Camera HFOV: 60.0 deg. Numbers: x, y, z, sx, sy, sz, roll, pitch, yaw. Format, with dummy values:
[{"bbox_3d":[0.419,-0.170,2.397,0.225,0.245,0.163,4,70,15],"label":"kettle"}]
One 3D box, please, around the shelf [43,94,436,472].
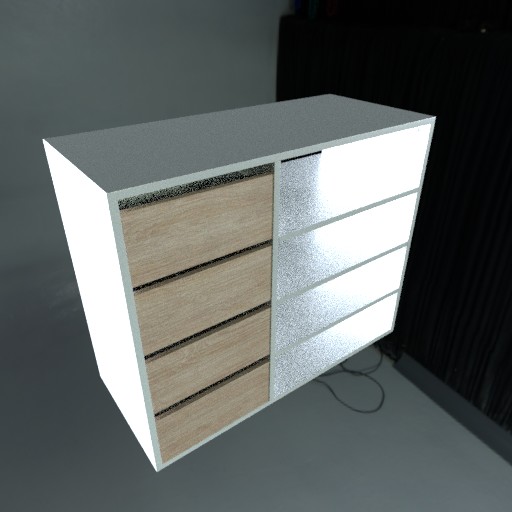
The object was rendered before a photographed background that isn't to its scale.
[{"bbox_3d":[0.000,0.000,1.269,0.895,0.732,0.396,-20,36,-31],"label":"shelf"}]
